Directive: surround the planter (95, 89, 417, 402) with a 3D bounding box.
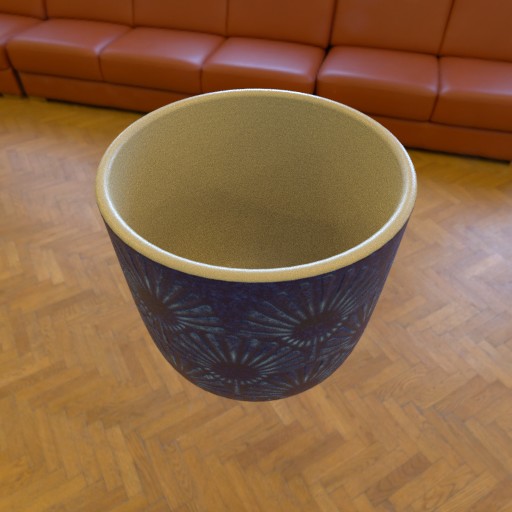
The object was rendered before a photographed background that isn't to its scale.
[{"bbox_3d":[0.000,0.000,0.213,0.124,0.109,0.124,0,46,0],"label":"planter"}]
